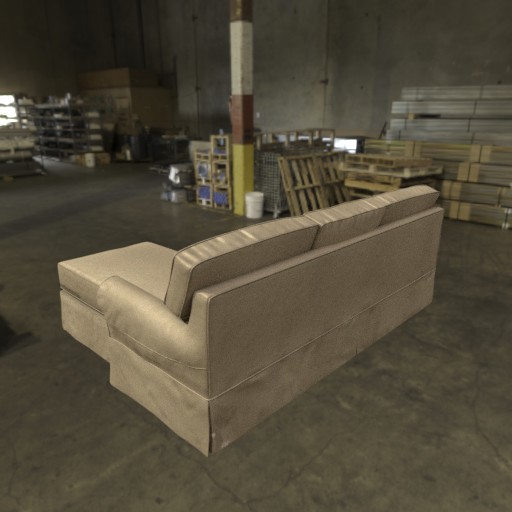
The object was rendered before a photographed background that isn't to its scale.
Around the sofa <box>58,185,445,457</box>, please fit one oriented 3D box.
[{"bbox_3d":[0.000,0.000,3.225,1.733,0.978,2.475,17,24,41],"label":"sofa"}]
